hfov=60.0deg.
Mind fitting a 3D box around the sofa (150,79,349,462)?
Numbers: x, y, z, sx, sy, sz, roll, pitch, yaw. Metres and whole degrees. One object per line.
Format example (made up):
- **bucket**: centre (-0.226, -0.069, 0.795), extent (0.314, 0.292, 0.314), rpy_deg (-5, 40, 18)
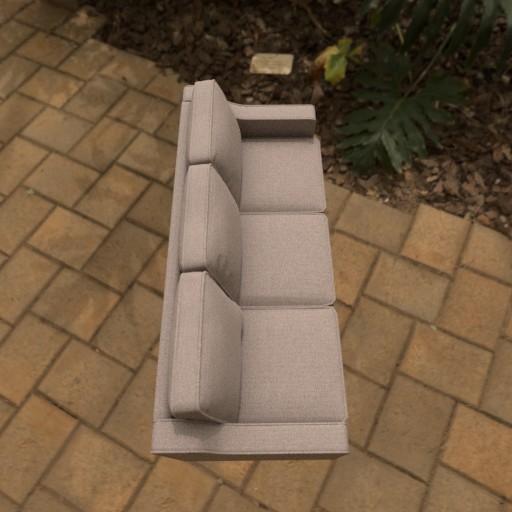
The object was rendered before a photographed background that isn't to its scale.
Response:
- **sofa**: centre (0.000, 0.000, 2.567), extent (0.899, 0.950, 2.129), rpy_deg (-1, 62, 0)
